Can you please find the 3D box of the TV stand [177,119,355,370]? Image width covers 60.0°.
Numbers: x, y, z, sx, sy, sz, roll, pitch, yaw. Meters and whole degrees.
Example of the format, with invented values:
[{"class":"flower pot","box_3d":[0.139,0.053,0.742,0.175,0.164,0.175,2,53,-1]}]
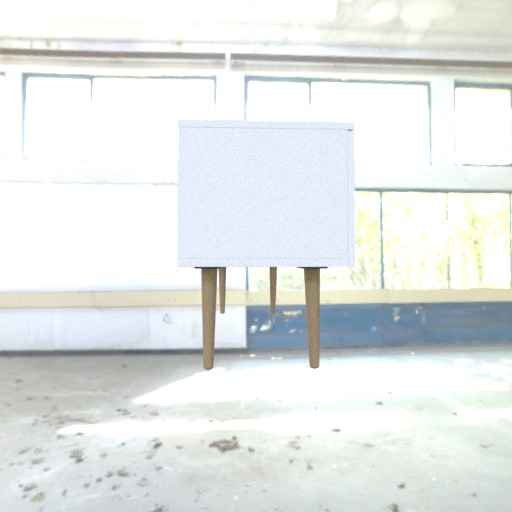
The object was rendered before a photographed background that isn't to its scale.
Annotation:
[{"class":"TV stand","box_3d":[0.000,0.000,1.645,0.401,0.560,1.398,0,-1,-3]}]
